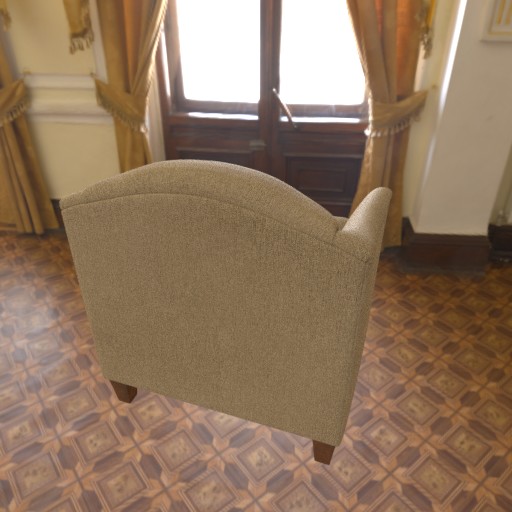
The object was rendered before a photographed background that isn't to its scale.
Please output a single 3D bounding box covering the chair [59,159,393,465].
[{"bbox_3d":[0.000,0.000,1.430,0.763,0.839,0.787,10,33,16],"label":"chair"}]
